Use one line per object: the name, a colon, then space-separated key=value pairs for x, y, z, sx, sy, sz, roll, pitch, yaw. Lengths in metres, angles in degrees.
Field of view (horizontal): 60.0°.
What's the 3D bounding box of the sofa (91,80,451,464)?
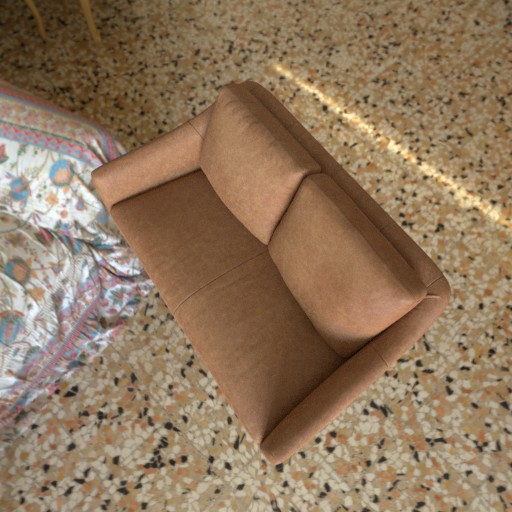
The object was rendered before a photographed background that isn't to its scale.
sofa: x=0.000 y=0.000 z=2.157 sx=0.960 sy=0.902 sz=1.619 roll=-32 pitch=67 yaw=-15
